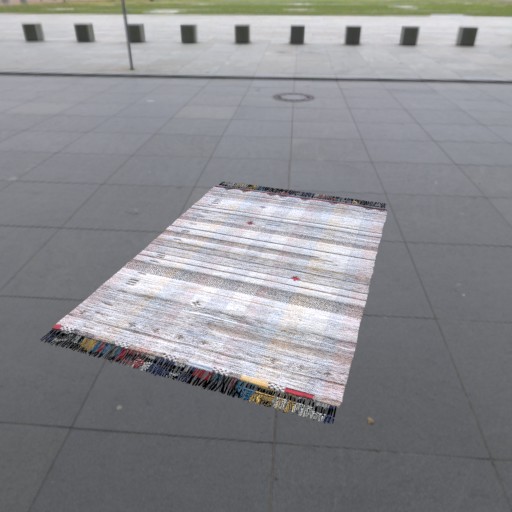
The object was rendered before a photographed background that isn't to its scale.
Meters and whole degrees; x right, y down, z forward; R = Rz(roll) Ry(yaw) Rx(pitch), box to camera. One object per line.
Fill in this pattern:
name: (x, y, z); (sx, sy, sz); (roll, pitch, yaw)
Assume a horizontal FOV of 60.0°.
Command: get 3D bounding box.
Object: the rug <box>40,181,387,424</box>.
rug: (0.000, 0.000, 2.347); (1.217, 0.012, 1.848); (11, 33, 17)
